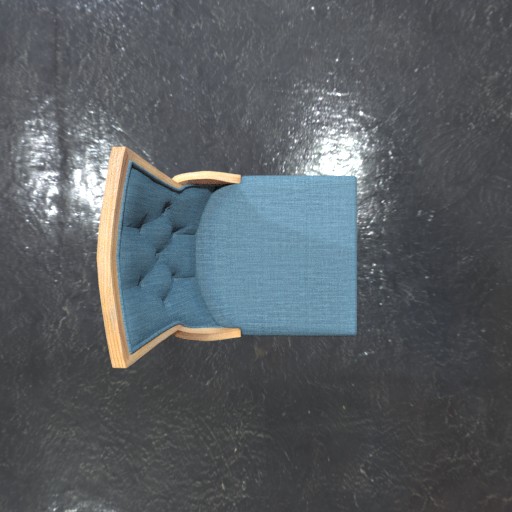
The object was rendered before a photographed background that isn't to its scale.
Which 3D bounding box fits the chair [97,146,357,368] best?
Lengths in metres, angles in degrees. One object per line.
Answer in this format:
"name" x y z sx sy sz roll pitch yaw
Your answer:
"chair" 0.000 0.000 1.377 0.641 0.947 0.524 0 90 1
